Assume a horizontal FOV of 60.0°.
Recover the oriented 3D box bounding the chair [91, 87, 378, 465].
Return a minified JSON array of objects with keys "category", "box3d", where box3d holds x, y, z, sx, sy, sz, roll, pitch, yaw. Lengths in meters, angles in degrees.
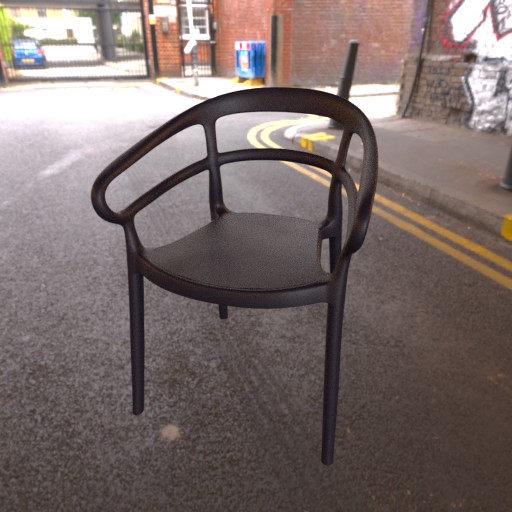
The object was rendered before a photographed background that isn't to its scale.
[{"category":"chair","box3d":[0.000,0.000,1.124,0.559,0.761,0.527,8,27,16]}]
